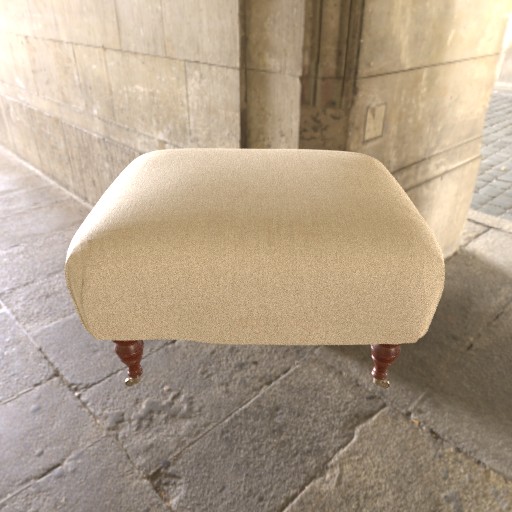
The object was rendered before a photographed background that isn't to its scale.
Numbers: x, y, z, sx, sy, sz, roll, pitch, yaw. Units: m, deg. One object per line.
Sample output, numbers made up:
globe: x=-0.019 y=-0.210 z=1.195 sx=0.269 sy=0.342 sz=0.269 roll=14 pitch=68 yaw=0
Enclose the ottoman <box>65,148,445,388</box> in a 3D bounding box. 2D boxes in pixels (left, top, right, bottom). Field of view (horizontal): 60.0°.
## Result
ottoman: x=0.000 y=0.000 z=1.129 sx=0.747 sy=0.450 sz=0.622 roll=0 pitch=30 yaw=1
